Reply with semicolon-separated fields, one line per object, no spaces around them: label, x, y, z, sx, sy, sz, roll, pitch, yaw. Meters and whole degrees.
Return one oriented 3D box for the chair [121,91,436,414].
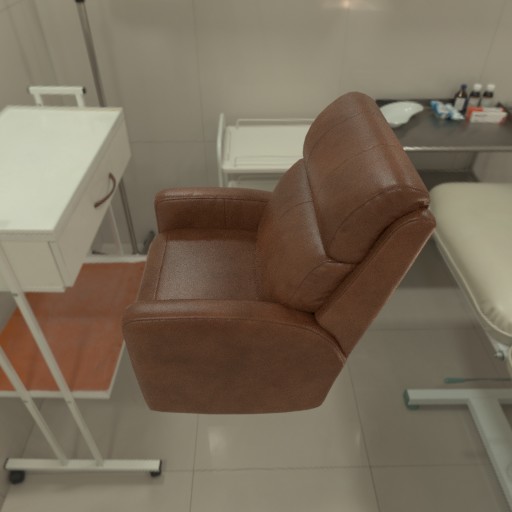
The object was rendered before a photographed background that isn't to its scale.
chair;0.000;0.000;1.672;0.939;1.016;0.787;-1;40;-1
